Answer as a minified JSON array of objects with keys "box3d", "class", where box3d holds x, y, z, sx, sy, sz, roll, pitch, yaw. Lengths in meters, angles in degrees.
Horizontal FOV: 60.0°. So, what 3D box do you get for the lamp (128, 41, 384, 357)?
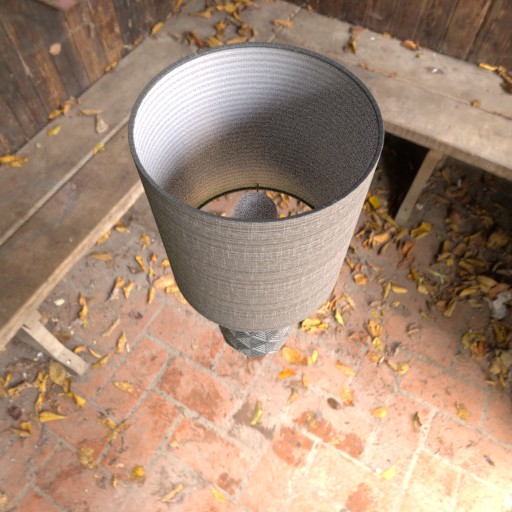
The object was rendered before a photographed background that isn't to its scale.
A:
[{"box3d":[0.000,0.000,0.712,0.269,0.566,0.268,1,59,1],"class":"lamp"}]
